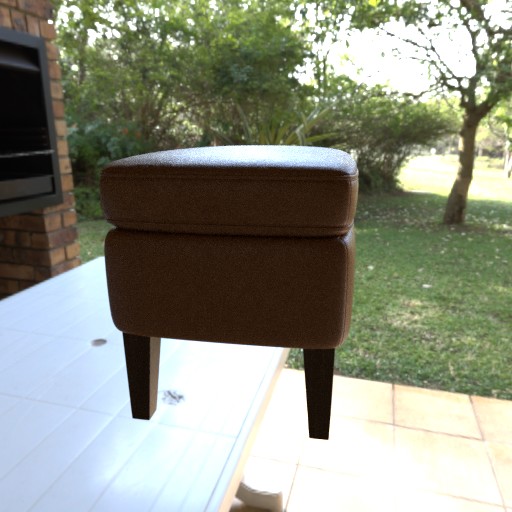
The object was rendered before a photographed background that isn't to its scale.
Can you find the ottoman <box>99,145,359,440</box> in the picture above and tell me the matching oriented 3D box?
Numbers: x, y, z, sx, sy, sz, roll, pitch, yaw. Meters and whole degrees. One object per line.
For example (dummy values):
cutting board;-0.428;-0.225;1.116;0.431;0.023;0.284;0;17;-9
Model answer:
ottoman;0.000;0.000;0.998;0.420;0.480;0.670;3;15;10
